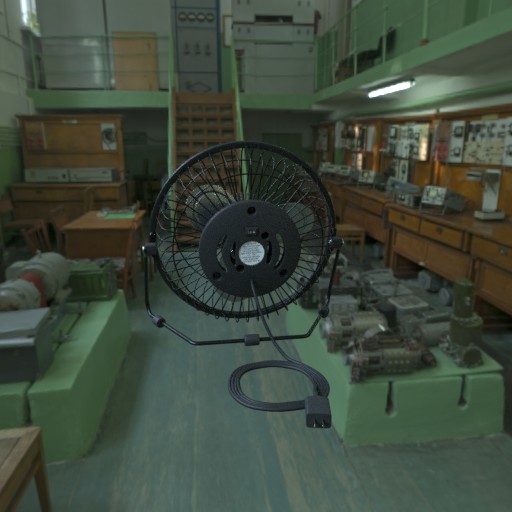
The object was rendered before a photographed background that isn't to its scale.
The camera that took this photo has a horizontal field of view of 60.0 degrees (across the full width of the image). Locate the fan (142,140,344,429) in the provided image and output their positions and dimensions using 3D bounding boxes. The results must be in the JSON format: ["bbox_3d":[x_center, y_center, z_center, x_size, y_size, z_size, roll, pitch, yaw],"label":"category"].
[{"bbox_3d":[0.000,0.000,0.372,0.209,0.188,0.227,-2,15,-9],"label":"fan"}]
